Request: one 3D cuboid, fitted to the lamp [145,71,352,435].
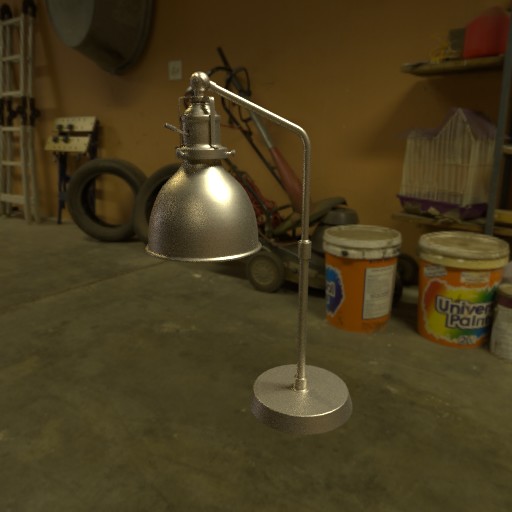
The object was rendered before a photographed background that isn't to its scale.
[{"bbox_3d":[0.000,0.000,0.592,0.286,0.456,0.153,-2,15,-8],"label":"lamp"}]
